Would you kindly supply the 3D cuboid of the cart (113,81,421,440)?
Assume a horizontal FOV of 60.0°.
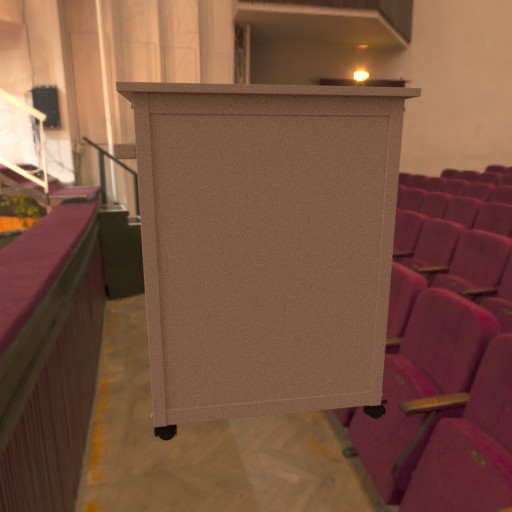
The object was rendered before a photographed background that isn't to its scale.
[{"bbox_3d":[0.000,0.000,1.262,0.683,0.864,0.442,-2,14,-9],"label":"cart"}]
